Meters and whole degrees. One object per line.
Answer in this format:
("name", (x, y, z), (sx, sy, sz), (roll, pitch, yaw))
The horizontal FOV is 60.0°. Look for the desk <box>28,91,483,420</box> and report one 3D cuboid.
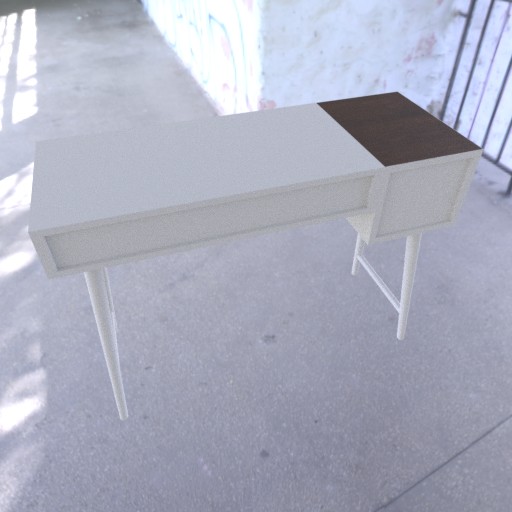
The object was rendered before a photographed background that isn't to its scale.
("desk", (0.000, 0.000, 1.384), (1.069, 0.761, 0.409), (-12, 43, -14))
